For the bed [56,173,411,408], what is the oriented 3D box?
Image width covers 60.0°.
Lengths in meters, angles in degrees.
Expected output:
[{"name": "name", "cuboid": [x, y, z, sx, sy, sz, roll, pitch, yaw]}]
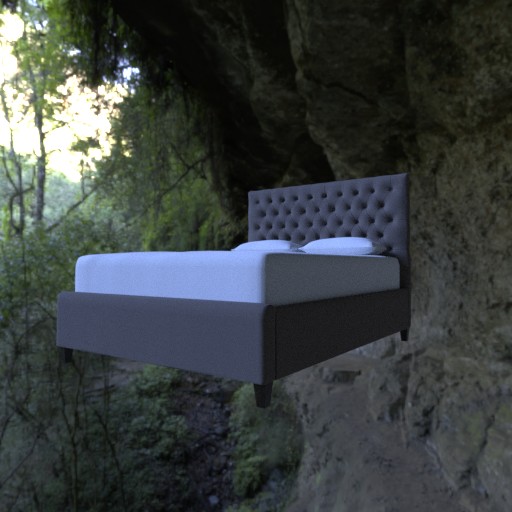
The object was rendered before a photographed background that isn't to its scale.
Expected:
[{"name": "bed", "cuboid": [0.000, 0.000, 3.363, 1.696, 1.426, 2.233, -1, -1, 35]}]
